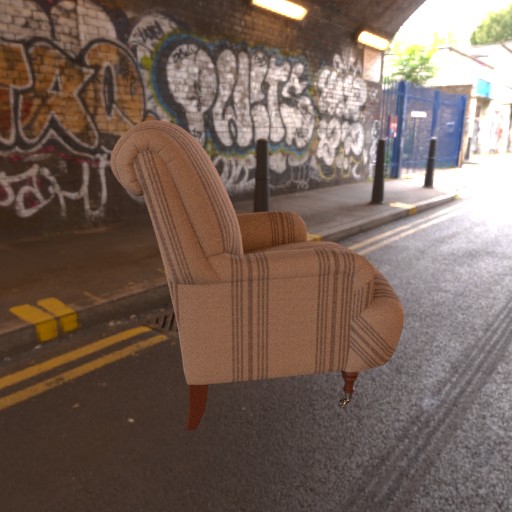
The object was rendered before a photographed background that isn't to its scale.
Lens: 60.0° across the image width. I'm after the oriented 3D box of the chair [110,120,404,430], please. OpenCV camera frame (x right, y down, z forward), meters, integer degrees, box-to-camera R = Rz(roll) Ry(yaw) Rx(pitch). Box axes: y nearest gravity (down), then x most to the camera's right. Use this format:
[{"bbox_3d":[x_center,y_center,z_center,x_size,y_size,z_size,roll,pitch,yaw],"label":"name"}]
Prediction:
[{"bbox_3d":[0.000,0.000,1.626,0.914,0.940,0.813,-3,15,-11],"label":"chair"}]
